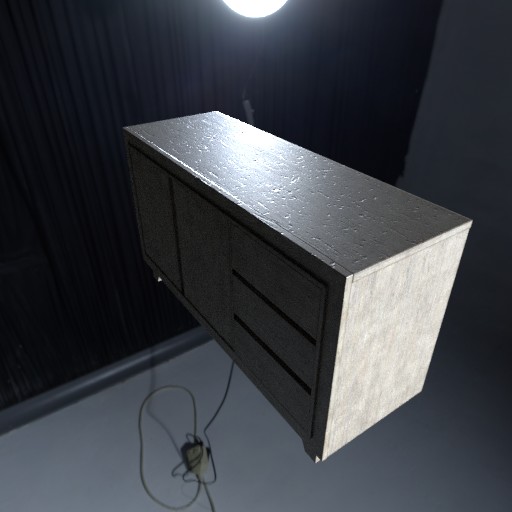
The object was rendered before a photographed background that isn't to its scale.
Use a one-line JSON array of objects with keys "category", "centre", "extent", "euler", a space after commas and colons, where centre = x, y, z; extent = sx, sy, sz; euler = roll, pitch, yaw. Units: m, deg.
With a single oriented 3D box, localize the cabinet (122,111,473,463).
[{"category": "cabinet", "centre": [0.000, 0.000, 1.884], "extent": [0.511, 0.825, 1.460], "euler": [-20, 38, -29]}]
